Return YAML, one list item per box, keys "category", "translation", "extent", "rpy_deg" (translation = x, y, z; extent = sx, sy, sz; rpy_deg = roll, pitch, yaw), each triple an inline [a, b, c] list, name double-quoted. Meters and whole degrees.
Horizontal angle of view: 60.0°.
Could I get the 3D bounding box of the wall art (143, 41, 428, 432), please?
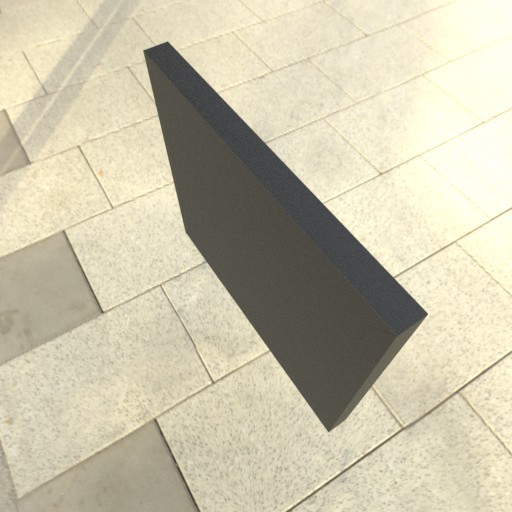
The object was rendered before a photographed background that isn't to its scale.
- category: "wall art"
  translation: [0.000, 0.000, 0.523]
  extent: [0.029, 0.330, 0.381]
  rpy_deg: [-30, 62, -17]
